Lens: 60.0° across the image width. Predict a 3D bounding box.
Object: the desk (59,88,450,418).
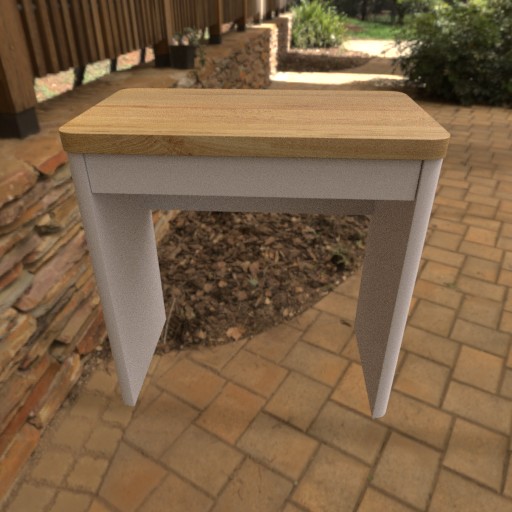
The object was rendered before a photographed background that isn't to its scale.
[{"bbox_3d":[0.000,0.000,1.220,0.760,0.790,0.440,2,31,3],"label":"desk"}]
